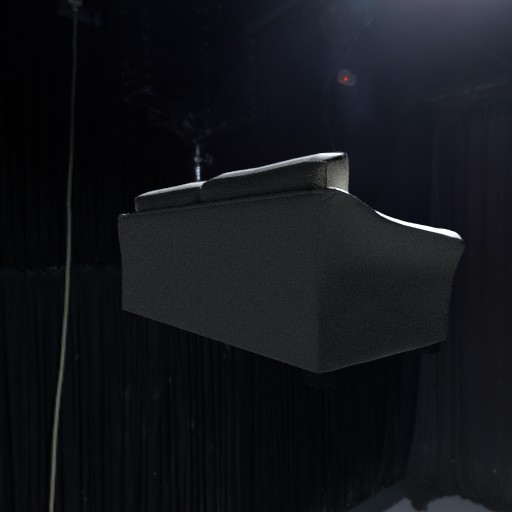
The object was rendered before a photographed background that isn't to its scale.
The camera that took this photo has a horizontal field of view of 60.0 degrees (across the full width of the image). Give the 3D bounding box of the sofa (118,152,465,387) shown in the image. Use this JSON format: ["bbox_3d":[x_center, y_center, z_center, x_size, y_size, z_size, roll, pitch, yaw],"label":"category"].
[{"bbox_3d":[0.000,0.000,2.796,0.980,0.965,2.270,-1,2,-37],"label":"sofa"}]
